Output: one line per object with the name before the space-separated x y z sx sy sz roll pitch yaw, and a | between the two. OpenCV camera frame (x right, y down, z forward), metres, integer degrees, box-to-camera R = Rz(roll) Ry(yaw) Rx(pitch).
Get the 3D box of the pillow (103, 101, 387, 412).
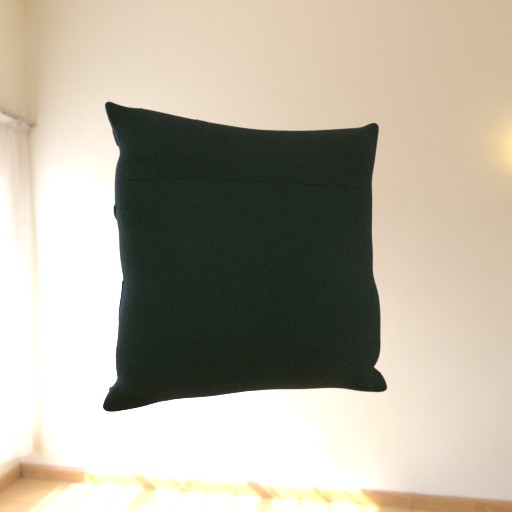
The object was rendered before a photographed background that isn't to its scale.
pillow | 0.000 0.000 0.674 0.439 0.440 0.184 0 -1 -16
